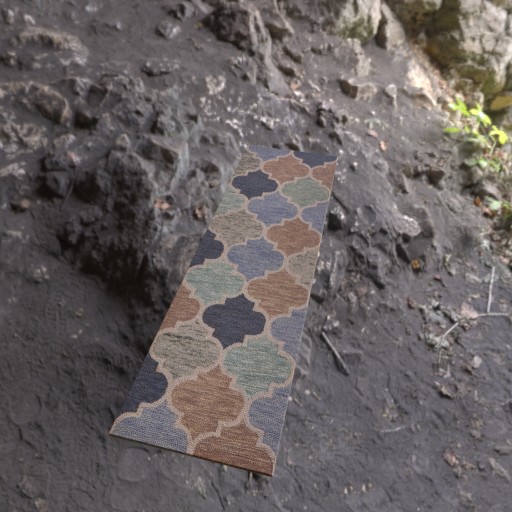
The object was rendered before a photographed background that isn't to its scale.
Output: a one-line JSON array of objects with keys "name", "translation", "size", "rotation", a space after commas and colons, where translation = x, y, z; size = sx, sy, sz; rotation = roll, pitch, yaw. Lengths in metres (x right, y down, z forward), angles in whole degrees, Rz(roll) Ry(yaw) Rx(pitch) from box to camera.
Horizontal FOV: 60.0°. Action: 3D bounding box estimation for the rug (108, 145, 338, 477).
[{"name": "rug", "translation": [0.000, 0.000, 2.534], "size": [0.687, 0.011, 2.287], "rotation": [10, 46, 10]}]
